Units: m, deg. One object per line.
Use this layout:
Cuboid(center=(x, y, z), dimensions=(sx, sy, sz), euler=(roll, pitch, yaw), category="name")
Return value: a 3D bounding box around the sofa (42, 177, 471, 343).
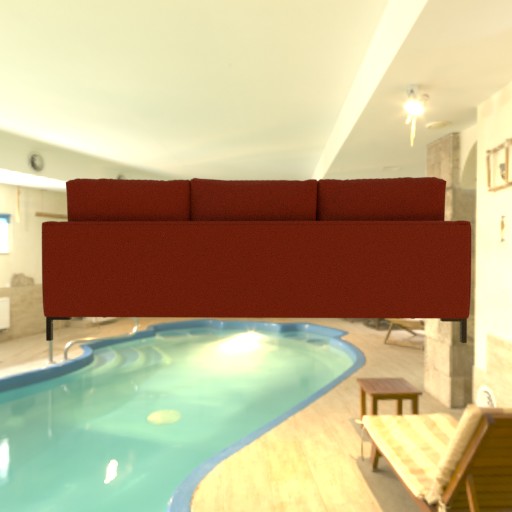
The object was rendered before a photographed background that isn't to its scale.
Cuboid(center=(0.000, 0.000, 2.713), dimensions=(2.252, 0.879, 0.875), euler=(0, 1, 1), category="sofa")
